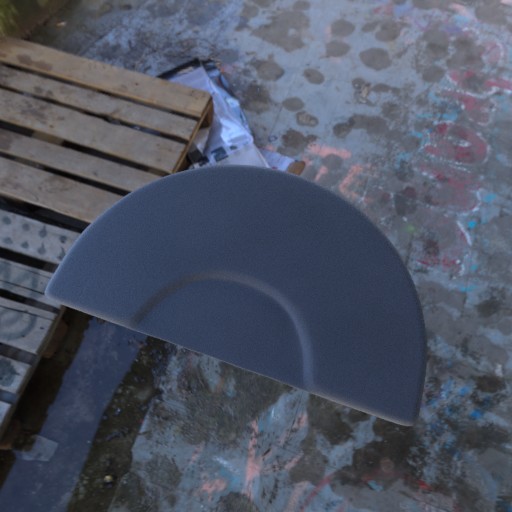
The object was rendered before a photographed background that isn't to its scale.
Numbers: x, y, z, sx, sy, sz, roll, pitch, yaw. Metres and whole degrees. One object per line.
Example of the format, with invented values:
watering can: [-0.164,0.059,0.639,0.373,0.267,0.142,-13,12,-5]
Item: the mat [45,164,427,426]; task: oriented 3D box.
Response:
mat: [0.000,0.000,1.863,1.525,0.016,0.917,18,66,8]
